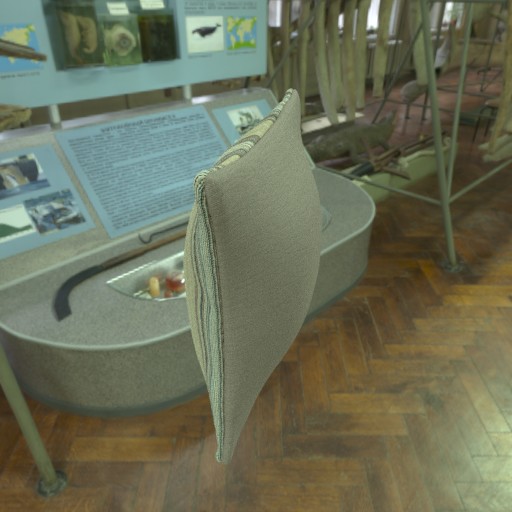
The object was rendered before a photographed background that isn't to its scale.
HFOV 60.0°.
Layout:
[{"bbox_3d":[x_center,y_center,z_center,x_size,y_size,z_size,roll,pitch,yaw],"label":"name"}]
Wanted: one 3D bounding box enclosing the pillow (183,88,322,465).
[{"bbox_3d":[0.000,0.000,0.676,0.189,0.416,0.435,8,32,13],"label":"pillow"}]
